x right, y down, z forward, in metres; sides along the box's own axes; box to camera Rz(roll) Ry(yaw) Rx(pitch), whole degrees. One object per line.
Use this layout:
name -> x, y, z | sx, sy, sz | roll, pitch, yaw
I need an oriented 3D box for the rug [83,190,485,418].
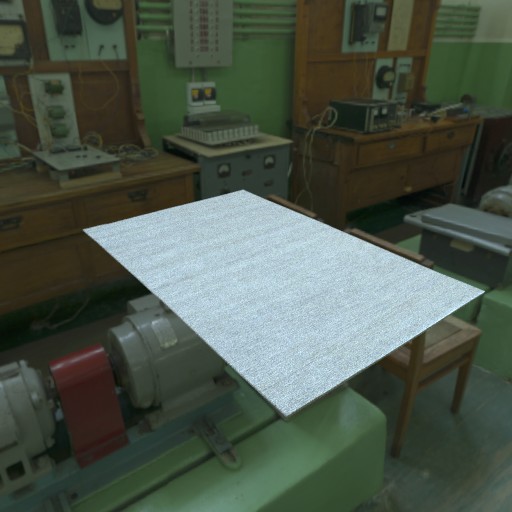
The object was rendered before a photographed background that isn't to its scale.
rug -> 0.000, 0.000, 2.289 | 1.179, 0.022, 1.820 | -19, 32, -33
